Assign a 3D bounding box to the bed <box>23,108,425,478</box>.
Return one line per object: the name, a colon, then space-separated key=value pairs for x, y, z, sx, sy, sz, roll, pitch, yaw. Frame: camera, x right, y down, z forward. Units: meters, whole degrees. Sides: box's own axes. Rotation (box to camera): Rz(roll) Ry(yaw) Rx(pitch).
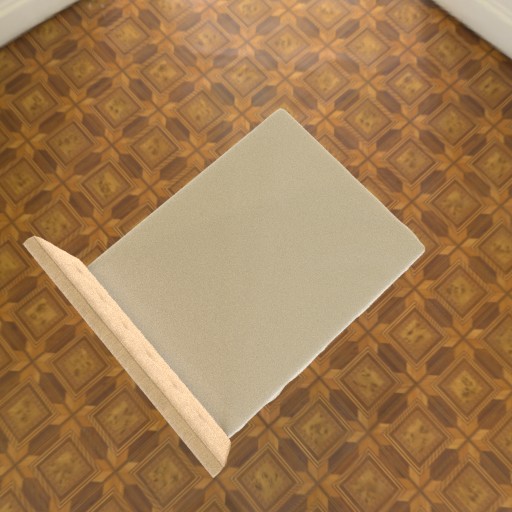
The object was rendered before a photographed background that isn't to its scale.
bed: x=0.000 y=0.000 z=3.025 sx=1.978 sy=1.270 sz=1.643 roll=-41 pitch=80 yaw=-9
